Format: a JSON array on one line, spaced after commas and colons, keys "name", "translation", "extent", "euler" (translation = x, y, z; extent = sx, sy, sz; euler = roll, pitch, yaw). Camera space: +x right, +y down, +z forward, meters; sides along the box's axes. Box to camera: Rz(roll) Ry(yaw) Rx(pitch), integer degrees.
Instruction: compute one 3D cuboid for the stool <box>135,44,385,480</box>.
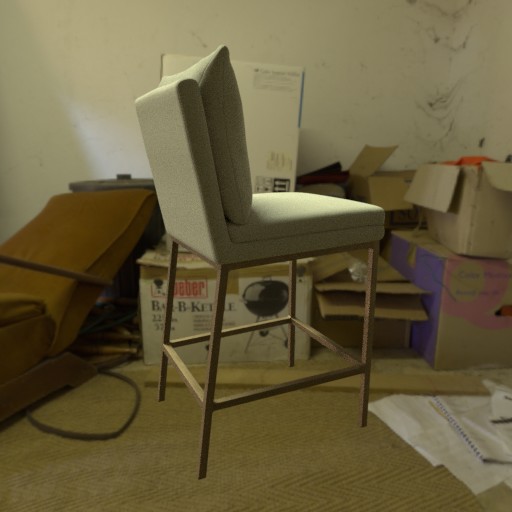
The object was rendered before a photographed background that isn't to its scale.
[{"name": "stool", "translation": [0.000, 0.000, 1.304], "extent": [0.572, 1.032, 0.463], "euler": [-7, 15, -26]}]
